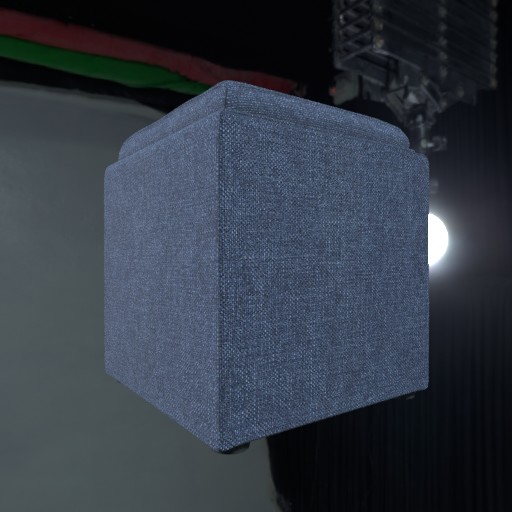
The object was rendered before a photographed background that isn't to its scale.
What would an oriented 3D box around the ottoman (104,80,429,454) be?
[{"bbox_3d":[0.000,0.000,0.836,0.436,0.493,0.454,0,1,-36],"label":"ottoman"}]
